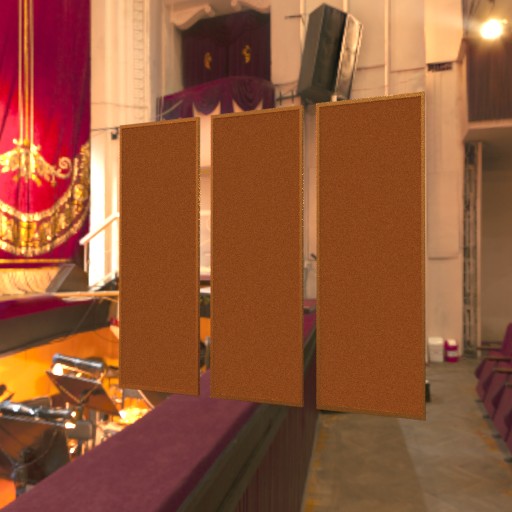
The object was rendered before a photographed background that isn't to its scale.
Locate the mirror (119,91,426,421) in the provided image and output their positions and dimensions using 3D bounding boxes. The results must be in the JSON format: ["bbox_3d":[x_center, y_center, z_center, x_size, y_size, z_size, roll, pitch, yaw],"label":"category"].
[{"bbox_3d":[0.000,0.000,1.417,1.011,0.926,0.023,0,0,18],"label":"mirror"}]
